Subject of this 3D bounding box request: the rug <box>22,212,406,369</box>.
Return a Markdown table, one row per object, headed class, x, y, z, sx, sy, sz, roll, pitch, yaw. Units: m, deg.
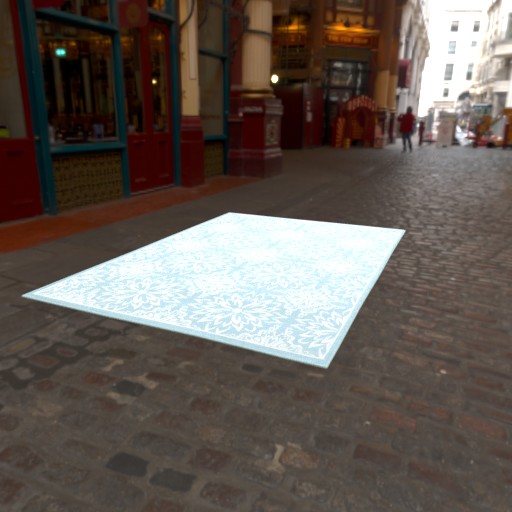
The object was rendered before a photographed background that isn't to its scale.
| class | x | y | z | sx | sy | sz | roll | pitch | yaw |
| --- | --- | --- | --- | --- | --- | --- | --- | --- | --- |
| rug | 0.000 | 0.000 | 2.866 | 1.589 | 0.014 | 2.205 | 8 | 19 | 24 |
